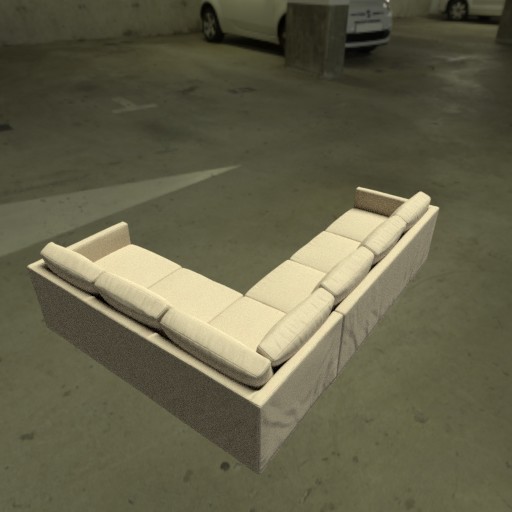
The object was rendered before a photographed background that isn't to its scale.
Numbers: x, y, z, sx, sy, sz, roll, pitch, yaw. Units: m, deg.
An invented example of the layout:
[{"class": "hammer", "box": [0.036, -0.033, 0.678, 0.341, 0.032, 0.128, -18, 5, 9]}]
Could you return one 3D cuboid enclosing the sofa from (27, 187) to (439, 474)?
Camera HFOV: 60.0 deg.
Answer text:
[{"class": "sofa", "box": [0.000, 0.000, 4.289, 2.432, 0.871, 3.182, 22, 38, 30]}]
